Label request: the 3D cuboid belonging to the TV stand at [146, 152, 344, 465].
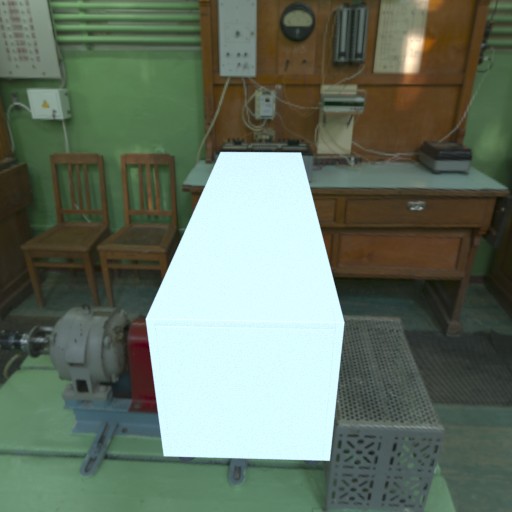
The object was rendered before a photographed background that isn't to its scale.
[{"bbox_3d":[0.000,0.000,1.683,0.410,0.440,1.500,1,26,2],"label":"TV stand"}]
